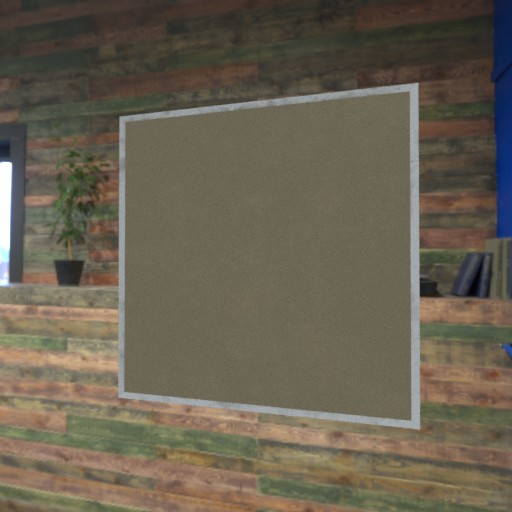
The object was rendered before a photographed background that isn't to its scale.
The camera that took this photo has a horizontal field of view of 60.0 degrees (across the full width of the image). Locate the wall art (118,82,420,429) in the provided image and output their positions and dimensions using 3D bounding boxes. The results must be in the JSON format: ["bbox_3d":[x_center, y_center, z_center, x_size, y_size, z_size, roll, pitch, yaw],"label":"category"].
[{"bbox_3d":[0.000,0.000,0.736,0.508,0.506,0.029,0,-1,17],"label":"wall art"}]
